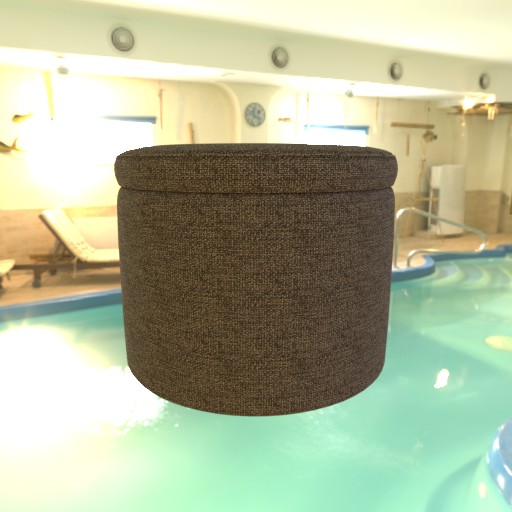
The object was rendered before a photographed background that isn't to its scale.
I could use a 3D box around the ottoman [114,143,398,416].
[{"bbox_3d":[0.000,0.000,0.883,0.520,0.430,0.520,0,12,0],"label":"ottoman"}]
